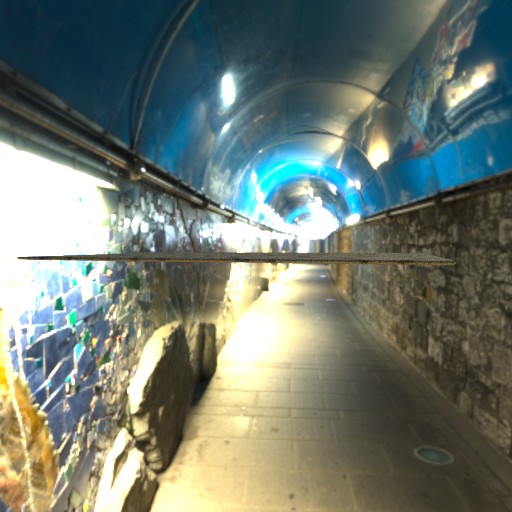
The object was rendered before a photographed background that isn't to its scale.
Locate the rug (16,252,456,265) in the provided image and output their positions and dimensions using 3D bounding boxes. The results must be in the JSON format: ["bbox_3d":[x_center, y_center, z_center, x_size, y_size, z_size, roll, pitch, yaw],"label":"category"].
[{"bbox_3d":[0.000,0.000,3.969,3.000,0.026,2.399,0,1,17],"label":"rug"}]
